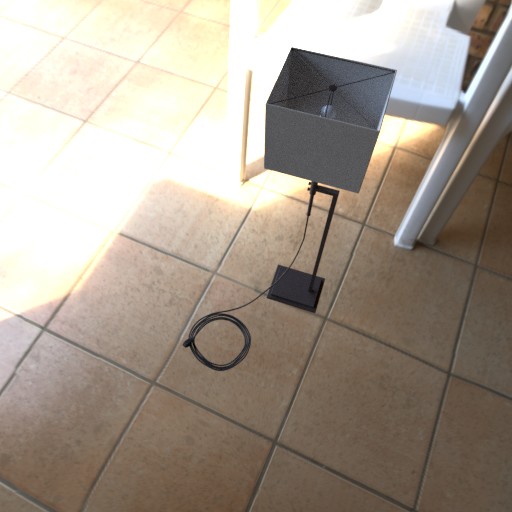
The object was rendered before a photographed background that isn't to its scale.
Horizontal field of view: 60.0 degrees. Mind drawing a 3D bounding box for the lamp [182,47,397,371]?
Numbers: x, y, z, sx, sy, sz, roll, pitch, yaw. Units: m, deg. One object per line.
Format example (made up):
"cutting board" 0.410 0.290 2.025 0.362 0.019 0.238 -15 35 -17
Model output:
"lamp" 0.000 0.000 2.014 0.698 1.600 0.774 17 63 9
